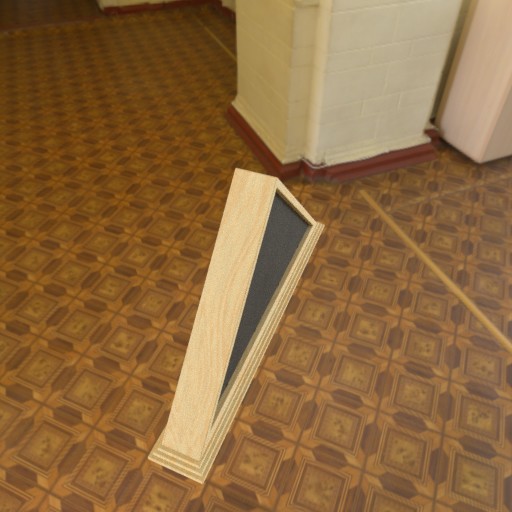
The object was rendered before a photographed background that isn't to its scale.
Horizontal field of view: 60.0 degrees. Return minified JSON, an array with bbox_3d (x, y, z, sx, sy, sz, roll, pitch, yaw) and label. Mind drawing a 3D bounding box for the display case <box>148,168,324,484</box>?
[{"bbox_3d":[0.000,0.000,0.767,0.095,0.340,0.640,16,47,16],"label":"display case"}]
